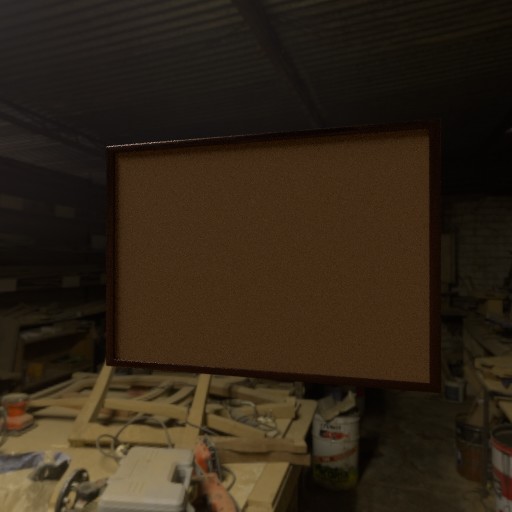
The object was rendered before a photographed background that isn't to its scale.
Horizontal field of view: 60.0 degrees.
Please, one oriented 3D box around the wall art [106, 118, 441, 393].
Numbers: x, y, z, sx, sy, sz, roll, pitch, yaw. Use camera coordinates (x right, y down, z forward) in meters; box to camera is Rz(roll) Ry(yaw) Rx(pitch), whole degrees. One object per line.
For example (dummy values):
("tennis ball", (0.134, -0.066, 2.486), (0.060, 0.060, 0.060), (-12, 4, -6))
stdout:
("wall art", (0.000, 0.000, 0.558), (0.431, 0.304, 0.012), (0, 0, 17))
